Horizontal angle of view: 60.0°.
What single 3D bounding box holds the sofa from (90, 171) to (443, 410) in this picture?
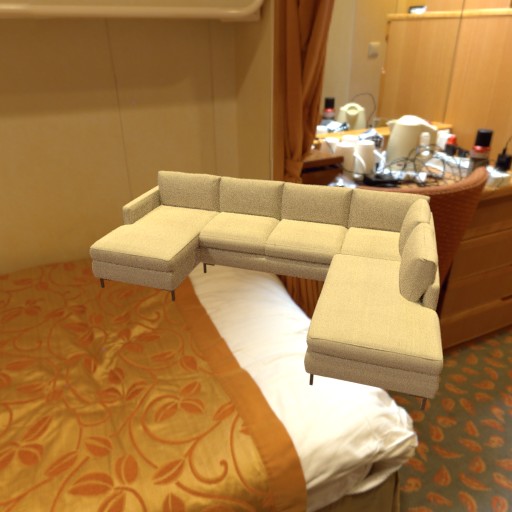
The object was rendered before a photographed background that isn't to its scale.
[{"bbox_3d":[0.000,0.000,3.557,2.737,0.756,1.879,8,28,16],"label":"sofa"}]
